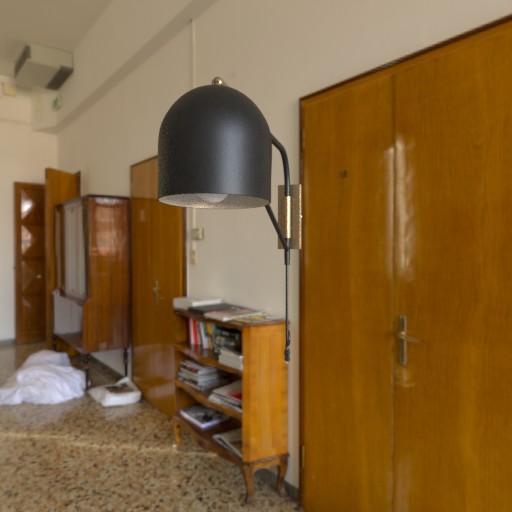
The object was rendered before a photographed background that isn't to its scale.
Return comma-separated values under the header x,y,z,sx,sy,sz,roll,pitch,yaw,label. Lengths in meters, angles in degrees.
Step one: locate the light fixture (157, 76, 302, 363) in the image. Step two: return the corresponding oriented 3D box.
x,y,z,sx,sy,sz,roll,pitch,yaw,label
0.000,0.000,1.084,0.215,0.696,0.720,0,1,18,light fixture
